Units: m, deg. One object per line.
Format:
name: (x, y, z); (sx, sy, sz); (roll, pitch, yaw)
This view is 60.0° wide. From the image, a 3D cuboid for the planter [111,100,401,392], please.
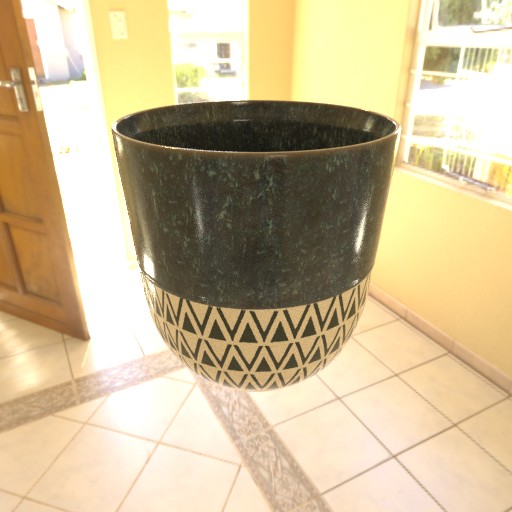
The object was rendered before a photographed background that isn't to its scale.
planter: (0.000, 0.000, 0.358); (0.195, 0.214, 0.195); (0, 27, 0)
